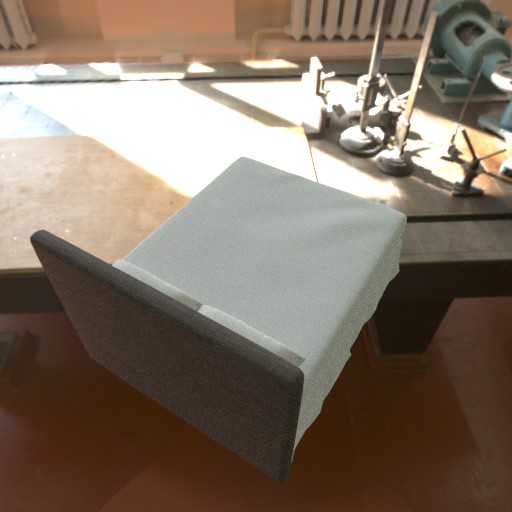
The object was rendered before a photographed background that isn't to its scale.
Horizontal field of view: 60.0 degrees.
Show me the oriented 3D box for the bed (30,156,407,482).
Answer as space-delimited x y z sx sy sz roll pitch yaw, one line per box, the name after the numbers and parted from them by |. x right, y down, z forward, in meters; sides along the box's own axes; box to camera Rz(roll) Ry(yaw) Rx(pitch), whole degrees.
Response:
0.000 0.000 3.169 1.723 1.330 2.142 24 51 21 | bed
